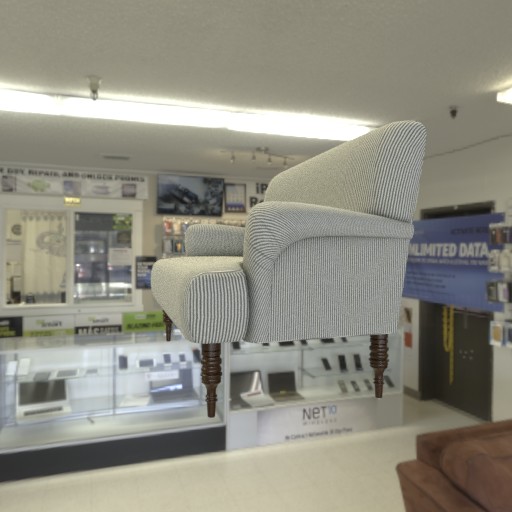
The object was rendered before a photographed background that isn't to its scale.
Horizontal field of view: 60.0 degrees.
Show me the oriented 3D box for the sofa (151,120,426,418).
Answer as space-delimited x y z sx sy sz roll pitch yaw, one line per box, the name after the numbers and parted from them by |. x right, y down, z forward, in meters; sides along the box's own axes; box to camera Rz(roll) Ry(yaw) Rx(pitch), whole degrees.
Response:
0.000 0.000 1.840 0.779 0.889 1.297 0 1 -17 | sofa
